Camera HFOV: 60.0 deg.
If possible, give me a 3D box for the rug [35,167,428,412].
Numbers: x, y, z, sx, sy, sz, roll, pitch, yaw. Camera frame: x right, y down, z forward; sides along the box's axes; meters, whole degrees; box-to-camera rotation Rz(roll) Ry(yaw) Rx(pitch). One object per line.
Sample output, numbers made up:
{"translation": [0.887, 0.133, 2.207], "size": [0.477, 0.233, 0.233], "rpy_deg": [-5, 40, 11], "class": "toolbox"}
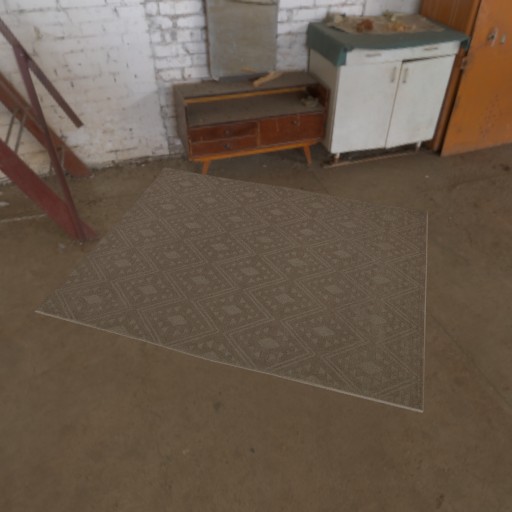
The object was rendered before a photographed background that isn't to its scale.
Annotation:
{"translation": [0.000, 0.000, 4.089], "size": [3.011, 0.054, 2.399], "rpy_deg": [11, 42, 13], "class": "rug"}
